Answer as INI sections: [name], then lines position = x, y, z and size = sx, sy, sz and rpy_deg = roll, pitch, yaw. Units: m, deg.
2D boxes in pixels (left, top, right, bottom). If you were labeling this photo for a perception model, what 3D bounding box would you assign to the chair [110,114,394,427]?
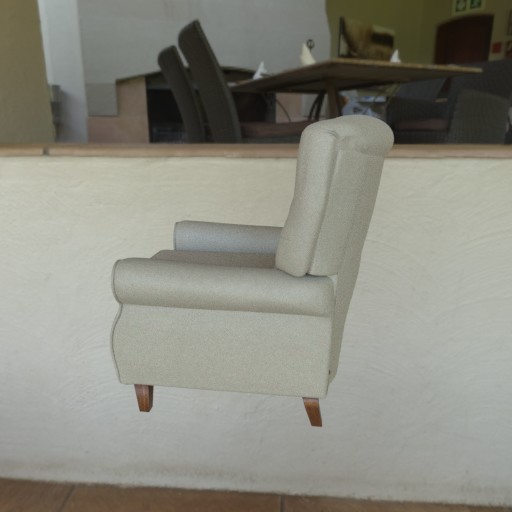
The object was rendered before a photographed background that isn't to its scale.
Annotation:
[chair]
position = 0.000, 0.000, 1.913
size = 1.059, 1.158, 0.943
rpy_deg = 2, 16, 8
